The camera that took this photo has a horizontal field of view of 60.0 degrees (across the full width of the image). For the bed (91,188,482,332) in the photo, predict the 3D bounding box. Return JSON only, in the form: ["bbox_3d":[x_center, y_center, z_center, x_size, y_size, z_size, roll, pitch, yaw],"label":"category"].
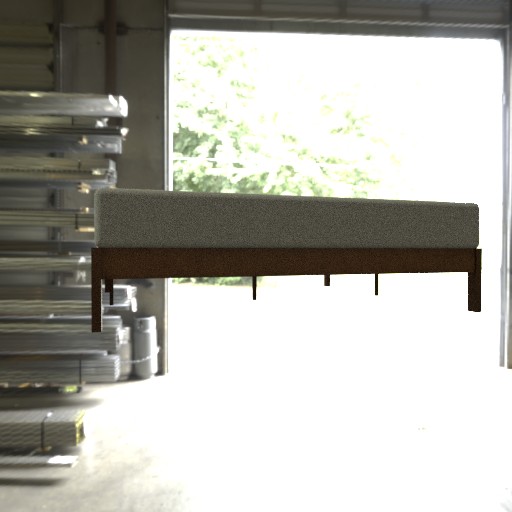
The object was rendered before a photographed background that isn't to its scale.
[{"bbox_3d":[0.000,0.000,3.090,2.049,0.616,1.930,0,1,-17],"label":"bed"}]
